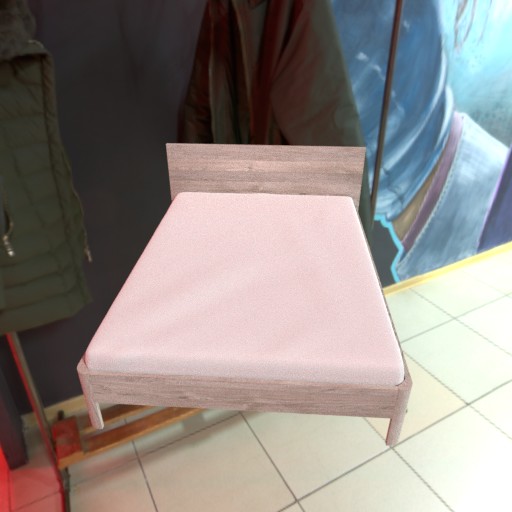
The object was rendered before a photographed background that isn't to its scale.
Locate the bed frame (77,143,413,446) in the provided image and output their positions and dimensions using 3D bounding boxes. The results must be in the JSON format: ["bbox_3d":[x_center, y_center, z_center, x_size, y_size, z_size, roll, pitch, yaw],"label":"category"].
[{"bbox_3d":[0.000,0.000,2.676,1.490,0.800,1.950,2,30,3],"label":"bed frame"}]
